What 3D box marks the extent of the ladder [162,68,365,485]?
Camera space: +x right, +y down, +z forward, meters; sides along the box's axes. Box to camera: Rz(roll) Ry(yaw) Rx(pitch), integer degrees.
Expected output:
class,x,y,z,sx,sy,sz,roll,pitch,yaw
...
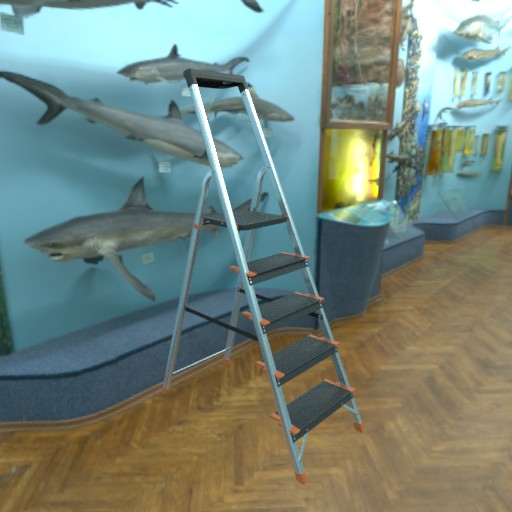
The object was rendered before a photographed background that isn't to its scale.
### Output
class,x,y,z,sx,sy,sz,roll,pitch,yaw
ladder,0.000,0.000,2.076,0.995,1.646,0.480,14,20,42
